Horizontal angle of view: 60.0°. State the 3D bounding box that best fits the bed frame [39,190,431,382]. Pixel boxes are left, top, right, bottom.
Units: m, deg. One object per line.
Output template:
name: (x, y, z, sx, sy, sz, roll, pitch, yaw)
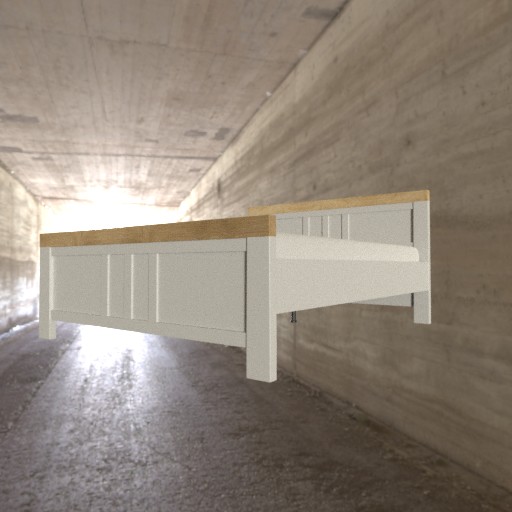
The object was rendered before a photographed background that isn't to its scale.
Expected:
bed frame: (0.000, 0.000, 2.942, 1.670, 0.980, 2.050, -1, -1, 37)
